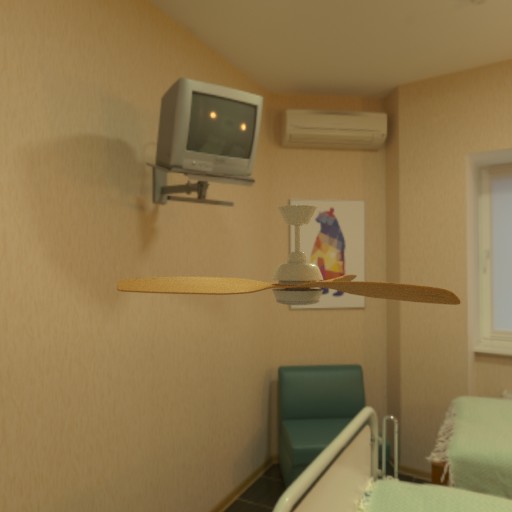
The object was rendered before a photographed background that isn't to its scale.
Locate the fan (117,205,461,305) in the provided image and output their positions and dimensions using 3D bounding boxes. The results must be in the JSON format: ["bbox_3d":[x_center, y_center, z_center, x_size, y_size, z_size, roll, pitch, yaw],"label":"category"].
[{"bbox_3d":[0.000,0.000,1.610,1.010,0.355,1.142,0,-1,-1],"label":"fan"}]
